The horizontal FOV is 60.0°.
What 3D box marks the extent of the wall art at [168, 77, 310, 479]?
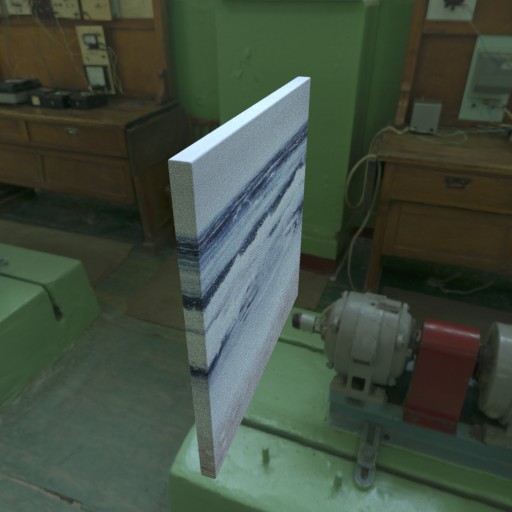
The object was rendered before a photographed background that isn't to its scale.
[{"bbox_3d":[0.000,0.000,1.130,0.065,0.747,0.755,10,32,16],"label":"wall art"}]
